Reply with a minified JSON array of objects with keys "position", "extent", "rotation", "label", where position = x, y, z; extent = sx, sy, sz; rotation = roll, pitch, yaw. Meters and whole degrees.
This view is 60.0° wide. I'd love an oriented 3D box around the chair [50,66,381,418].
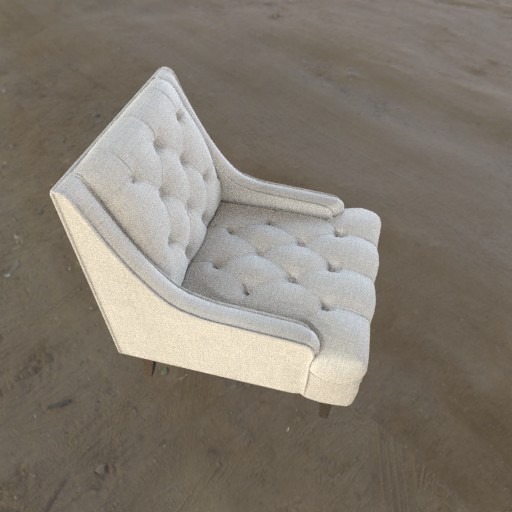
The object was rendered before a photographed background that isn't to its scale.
[{"position":[0.000,0.000,1.415],"extent":[0.772,0.891,0.658],"rotation":[10,48,9],"label":"chair"}]
